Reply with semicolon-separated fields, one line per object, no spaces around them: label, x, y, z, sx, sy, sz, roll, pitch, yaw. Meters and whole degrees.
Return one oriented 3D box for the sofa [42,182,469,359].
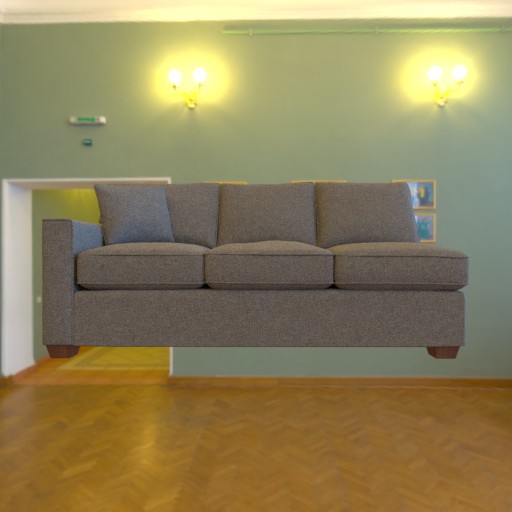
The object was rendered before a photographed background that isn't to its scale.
sofa;0.000;0.000;2.494;1.963;0.946;1.034;0;0;0
